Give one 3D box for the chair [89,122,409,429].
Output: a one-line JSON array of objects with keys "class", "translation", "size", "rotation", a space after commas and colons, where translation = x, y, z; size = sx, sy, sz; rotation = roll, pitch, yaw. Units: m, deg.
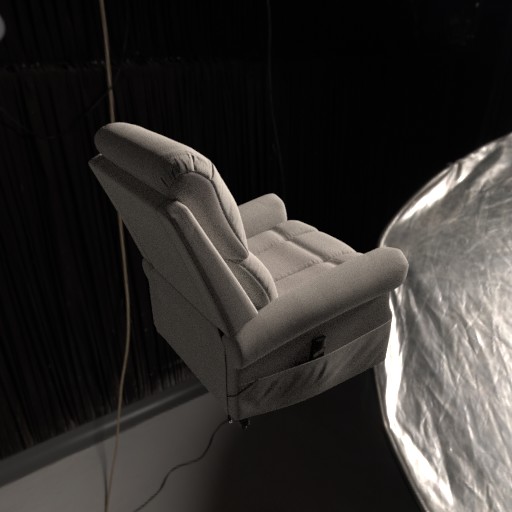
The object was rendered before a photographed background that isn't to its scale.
[{"class": "chair", "translation": [0.000, 0.000, 1.733], "size": [0.979, 1.031, 0.871], "rotation": [-18, 32, -31]}]
